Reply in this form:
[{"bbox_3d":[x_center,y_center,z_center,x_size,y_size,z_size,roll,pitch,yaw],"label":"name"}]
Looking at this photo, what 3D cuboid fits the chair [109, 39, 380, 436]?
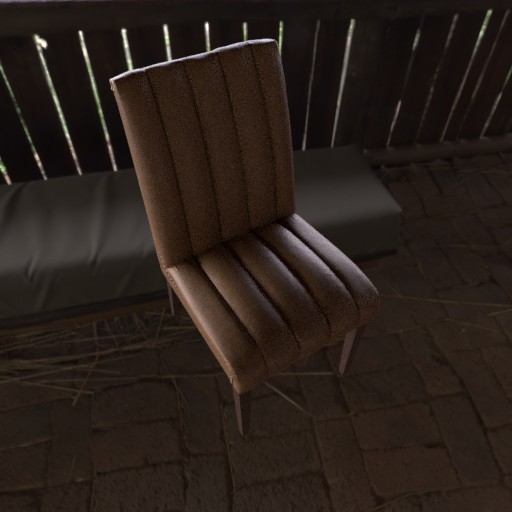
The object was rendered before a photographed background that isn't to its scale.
[{"bbox_3d":[0.000,0.000,1.363,0.511,1.016,0.647,-24,52,-21],"label":"chair"}]
